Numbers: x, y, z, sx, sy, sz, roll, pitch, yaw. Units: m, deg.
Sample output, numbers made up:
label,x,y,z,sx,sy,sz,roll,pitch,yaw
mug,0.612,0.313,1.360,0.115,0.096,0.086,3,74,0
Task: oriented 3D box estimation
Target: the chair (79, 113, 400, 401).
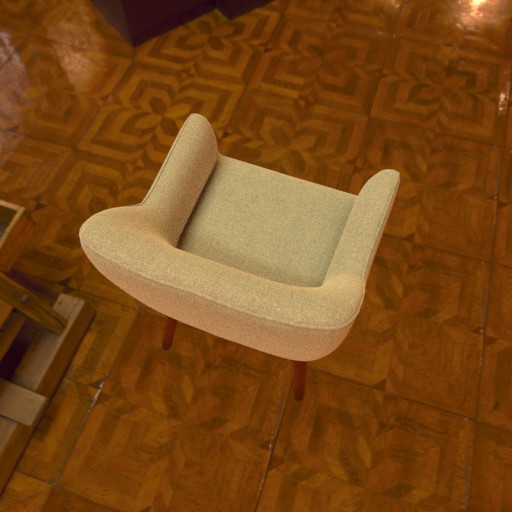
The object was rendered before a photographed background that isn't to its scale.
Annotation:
label,x,y,z,sx,sy,sz,roll,pitch,yaw
chair,0.000,0.000,1.237,0.610,0.813,0.610,18,64,9
